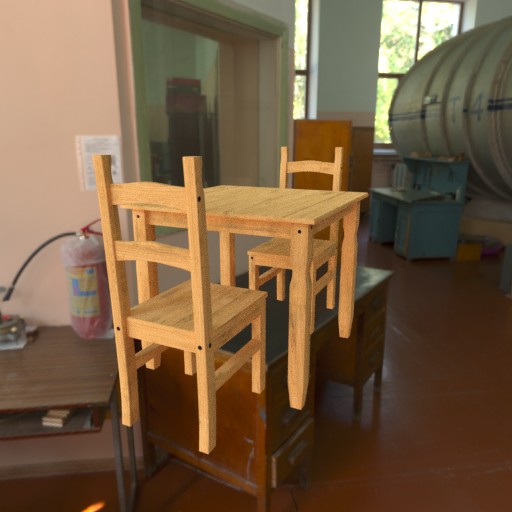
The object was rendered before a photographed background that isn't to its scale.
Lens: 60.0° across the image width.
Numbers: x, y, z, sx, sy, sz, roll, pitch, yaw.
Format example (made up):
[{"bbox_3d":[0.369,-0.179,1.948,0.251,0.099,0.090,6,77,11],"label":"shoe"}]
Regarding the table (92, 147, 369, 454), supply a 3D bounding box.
[{"bbox_3d":[0.000,0.000,2.022,0.813,0.942,1.501,7,16,25],"label":"table"}]
